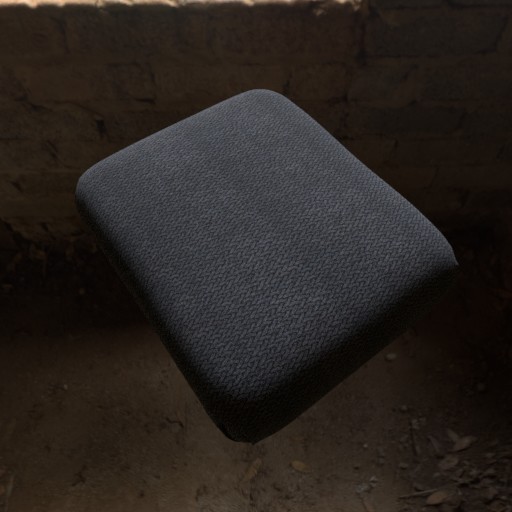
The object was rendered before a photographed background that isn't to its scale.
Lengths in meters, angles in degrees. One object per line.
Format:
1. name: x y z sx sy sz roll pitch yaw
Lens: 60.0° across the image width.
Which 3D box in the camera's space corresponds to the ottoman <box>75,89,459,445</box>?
1. ottoman: 0.000 0.000 1.119 0.622 0.450 0.747 -32 64 -18
